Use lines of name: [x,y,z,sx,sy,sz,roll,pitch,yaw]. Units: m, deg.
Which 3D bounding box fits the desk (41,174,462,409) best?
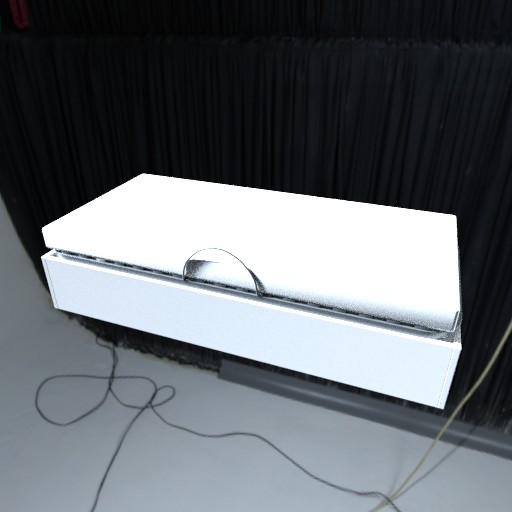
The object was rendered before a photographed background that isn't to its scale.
desk: [0.000,0.000,2.254,1.900,0.526,0.900,10,31,18]
